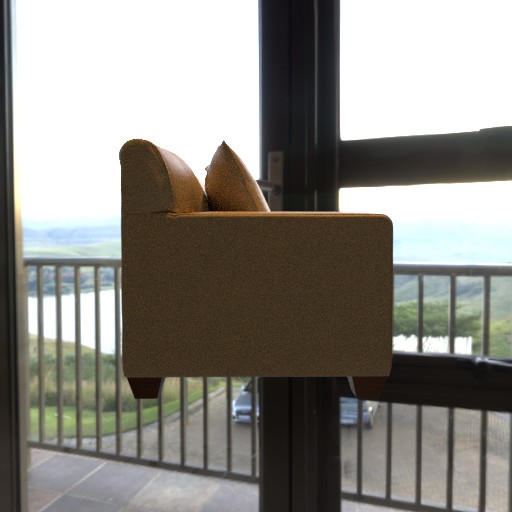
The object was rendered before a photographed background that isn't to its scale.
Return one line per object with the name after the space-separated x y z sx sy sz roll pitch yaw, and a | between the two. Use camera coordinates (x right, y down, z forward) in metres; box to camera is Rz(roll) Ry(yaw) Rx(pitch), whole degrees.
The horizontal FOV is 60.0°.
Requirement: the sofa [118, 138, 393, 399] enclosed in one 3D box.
0.000 0.000 2.535 0.997 0.958 2.024 0 2 -1 | sofa
